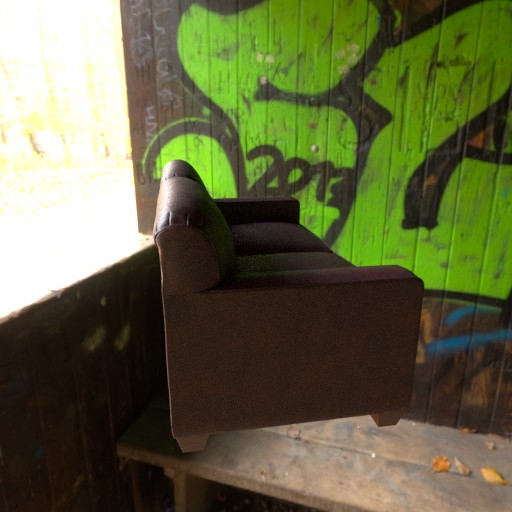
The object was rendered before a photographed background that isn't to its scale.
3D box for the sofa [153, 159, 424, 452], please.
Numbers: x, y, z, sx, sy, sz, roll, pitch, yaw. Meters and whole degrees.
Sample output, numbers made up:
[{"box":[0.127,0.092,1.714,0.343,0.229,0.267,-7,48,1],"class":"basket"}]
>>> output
[{"box":[0.000,0.000,2.445,1.000,0.966,1.856,-3,17,-10],"class":"sofa"}]
